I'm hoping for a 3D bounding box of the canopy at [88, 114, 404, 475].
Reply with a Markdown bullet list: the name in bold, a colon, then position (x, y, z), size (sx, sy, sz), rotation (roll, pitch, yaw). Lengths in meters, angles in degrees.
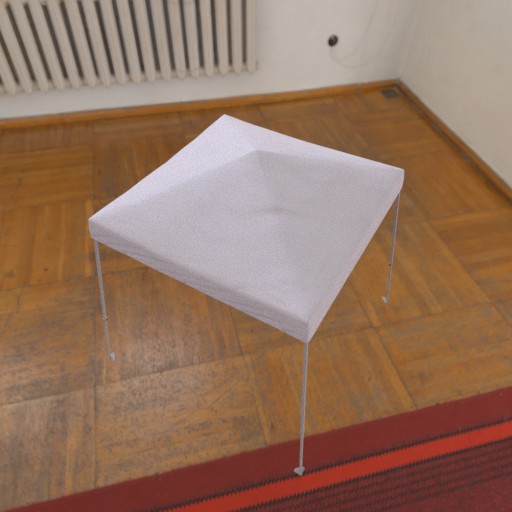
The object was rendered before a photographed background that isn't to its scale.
- **canopy**: position (0.000, 0.000, 5.162), size (2.850, 2.850, 2.849), rotation (23, 50, 21)
